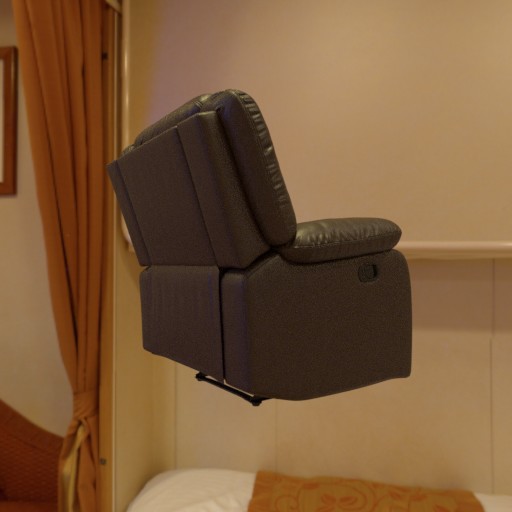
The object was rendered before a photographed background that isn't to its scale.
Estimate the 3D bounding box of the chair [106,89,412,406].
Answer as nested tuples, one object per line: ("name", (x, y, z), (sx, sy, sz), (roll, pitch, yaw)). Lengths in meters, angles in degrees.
("chair", (0.000, 0.000, 1.730), (0.934, 1.009, 0.899), (1, -1, -36))
